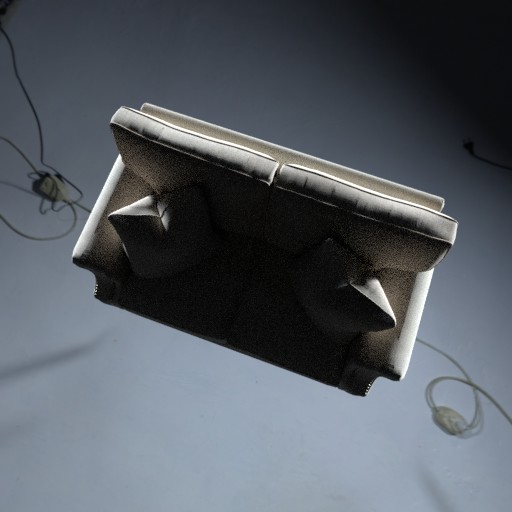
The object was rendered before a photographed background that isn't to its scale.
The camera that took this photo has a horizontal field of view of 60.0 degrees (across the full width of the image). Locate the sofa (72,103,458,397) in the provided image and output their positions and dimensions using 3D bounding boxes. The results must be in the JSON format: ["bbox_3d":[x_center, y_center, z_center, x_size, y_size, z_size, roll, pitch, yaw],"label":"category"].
[{"bbox_3d":[0.000,0.000,2.286,1.701,0.966,0.966,19,76,5],"label":"sofa"}]
